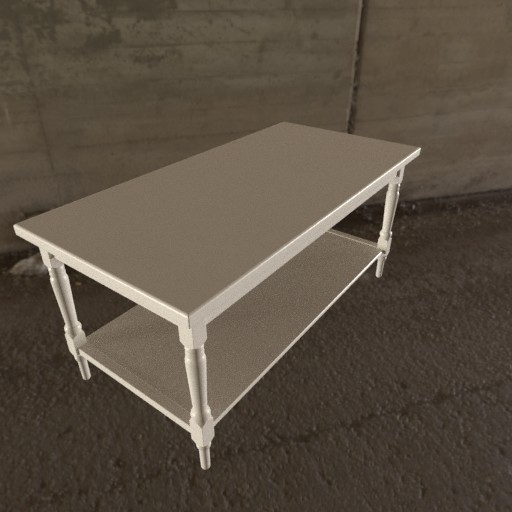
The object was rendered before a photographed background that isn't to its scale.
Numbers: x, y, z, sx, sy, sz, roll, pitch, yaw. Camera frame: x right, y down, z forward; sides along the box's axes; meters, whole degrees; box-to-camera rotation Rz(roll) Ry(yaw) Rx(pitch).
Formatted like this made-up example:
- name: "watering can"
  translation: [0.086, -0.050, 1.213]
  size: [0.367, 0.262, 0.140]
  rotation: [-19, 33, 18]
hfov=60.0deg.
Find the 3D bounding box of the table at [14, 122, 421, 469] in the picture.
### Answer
- name: "table"
  translation: [0.000, 0.000, 1.374]
  size: [0.550, 0.510, 1.107]
  rotation: [21, 37, 31]
